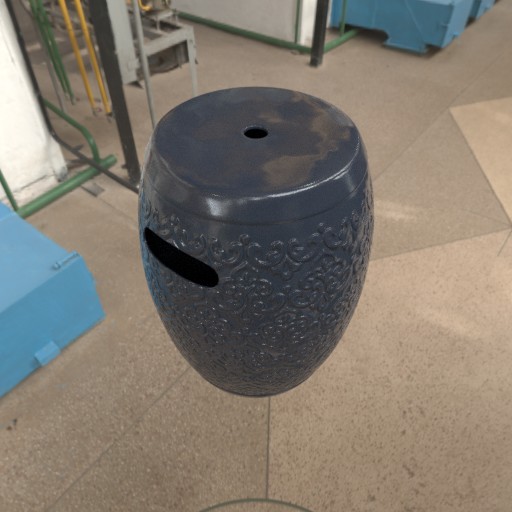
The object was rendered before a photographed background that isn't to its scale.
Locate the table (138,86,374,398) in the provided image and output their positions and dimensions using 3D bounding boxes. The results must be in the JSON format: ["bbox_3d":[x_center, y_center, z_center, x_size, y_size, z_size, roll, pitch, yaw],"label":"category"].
[{"bbox_3d":[0.000,0.000,0.631,0.309,0.397,0.309,0,46,0],"label":"table"}]
